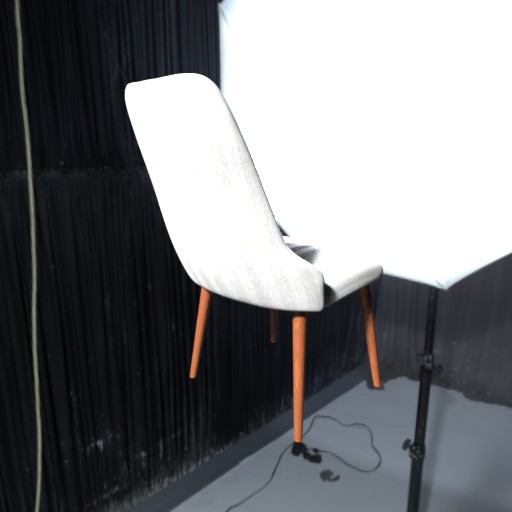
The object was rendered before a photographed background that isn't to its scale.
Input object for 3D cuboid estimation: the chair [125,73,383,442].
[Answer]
[{"bbox_3d":[0.000,0.000,1.307,0.684,0.917,0.526,-13,19,-43],"label":"chair"}]
